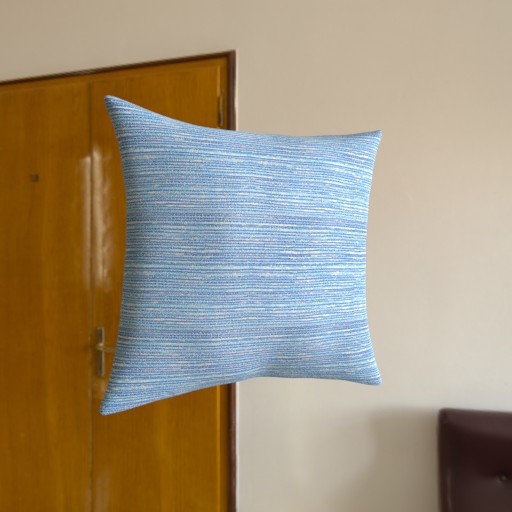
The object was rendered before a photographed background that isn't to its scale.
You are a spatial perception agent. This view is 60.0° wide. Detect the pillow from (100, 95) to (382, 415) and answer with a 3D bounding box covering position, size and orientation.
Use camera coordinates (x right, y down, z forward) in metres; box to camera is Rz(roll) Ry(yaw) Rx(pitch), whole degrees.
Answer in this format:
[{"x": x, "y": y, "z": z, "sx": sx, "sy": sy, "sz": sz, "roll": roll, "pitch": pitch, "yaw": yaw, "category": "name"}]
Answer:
[{"x": 0.000, "y": 0.000, "z": 0.773, "sx": 0.514, "sy": 0.497, "sz": 0.150, "roll": 0, "pitch": 0, "yaw": -20, "category": "pillow"}]
